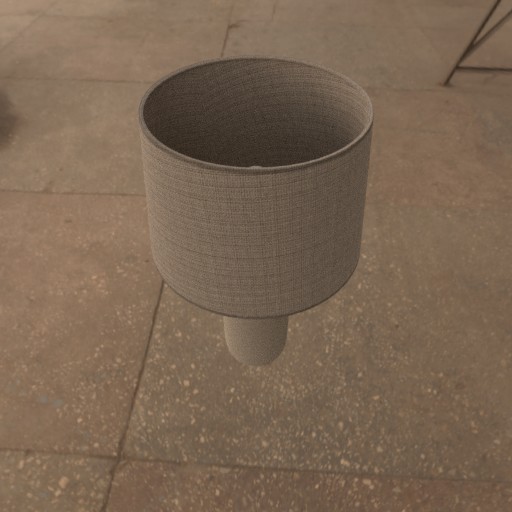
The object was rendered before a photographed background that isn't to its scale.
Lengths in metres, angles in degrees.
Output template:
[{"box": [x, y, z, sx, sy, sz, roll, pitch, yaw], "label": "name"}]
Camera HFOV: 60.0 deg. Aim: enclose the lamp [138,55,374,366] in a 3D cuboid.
[{"box": [0.000, 0.000, 0.827, 0.367, 0.609, 0.367, 0, 46, 0], "label": "lamp"}]
